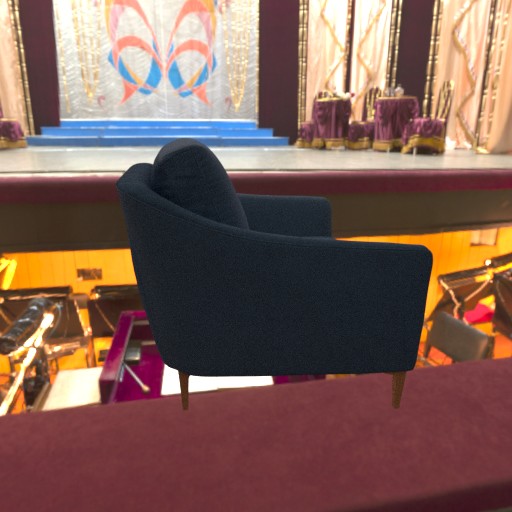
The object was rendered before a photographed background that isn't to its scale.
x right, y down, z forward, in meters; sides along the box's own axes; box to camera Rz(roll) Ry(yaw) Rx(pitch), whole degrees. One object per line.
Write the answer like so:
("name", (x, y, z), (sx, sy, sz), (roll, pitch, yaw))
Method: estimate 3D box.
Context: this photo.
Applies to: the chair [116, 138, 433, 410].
("chair", (0.000, 0.000, 1.761), (0.961, 0.899, 0.987), (-3, 17, -10))
